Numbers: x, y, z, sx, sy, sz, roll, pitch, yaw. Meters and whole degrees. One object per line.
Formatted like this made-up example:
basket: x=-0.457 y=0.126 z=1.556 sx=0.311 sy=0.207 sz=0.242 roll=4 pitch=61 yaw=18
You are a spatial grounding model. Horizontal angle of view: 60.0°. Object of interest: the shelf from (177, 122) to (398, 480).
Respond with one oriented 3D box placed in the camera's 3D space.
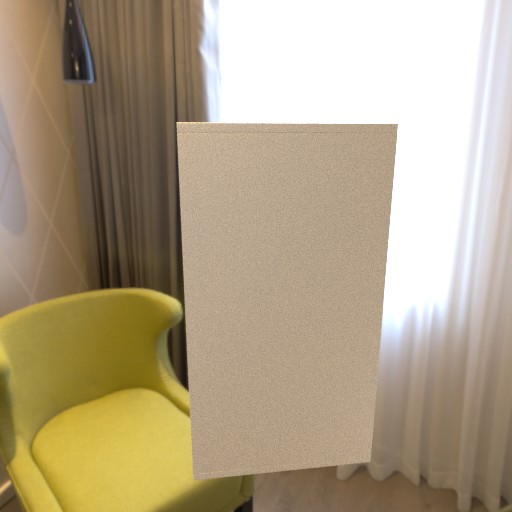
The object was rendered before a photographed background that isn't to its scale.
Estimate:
shelf: x=0.000 y=0.000 z=1.300 sx=0.396 sy=0.732 sz=0.895 roll=-2 pitch=16 yaw=-8
